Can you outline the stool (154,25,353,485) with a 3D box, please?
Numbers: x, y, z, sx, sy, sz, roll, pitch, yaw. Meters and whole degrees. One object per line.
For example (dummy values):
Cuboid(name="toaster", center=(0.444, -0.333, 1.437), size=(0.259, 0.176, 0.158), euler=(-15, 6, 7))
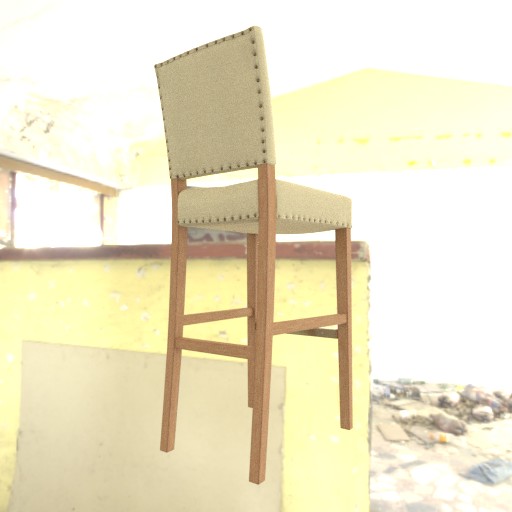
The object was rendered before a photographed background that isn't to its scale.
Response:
Cuboid(name="stool", center=(0.000, 0.000, 1.401), size=(0.428, 1.143, 0.546), euler=(-1, -2, 36))
